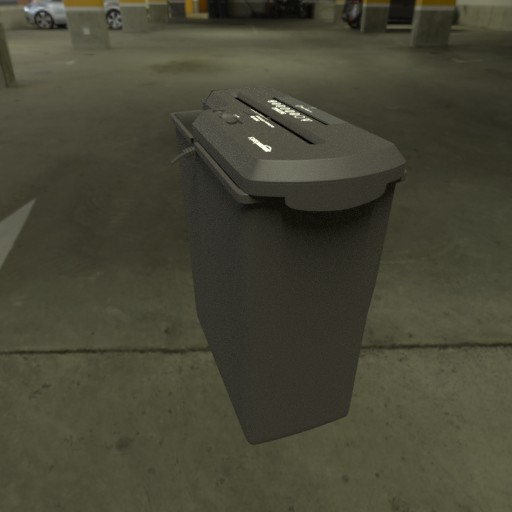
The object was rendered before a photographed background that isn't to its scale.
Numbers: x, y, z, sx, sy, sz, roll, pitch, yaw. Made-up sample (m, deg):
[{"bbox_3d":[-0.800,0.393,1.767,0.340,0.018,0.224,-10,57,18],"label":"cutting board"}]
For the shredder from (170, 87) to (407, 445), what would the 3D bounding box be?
[{"bbox_3d":[0.000,0.000,0.519,0.170,0.335,0.320,-10,32,-17],"label":"shredder"}]
